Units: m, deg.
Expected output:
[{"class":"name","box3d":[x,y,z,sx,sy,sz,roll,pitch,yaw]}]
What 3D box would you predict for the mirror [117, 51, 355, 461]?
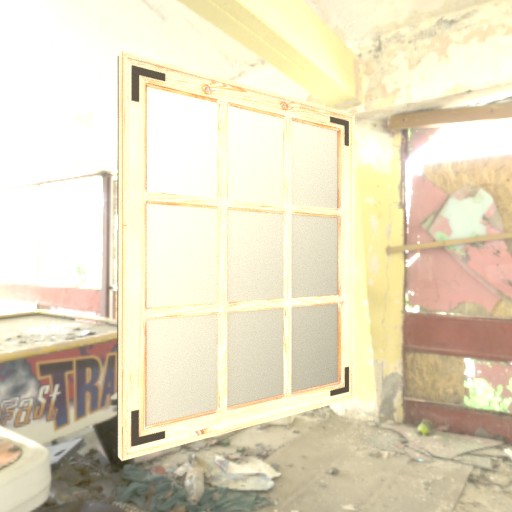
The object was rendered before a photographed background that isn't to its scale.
[{"class":"mirror","box3d":[0.000,0.000,1.178,0.730,0.882,0.032,0,0,-35]}]
